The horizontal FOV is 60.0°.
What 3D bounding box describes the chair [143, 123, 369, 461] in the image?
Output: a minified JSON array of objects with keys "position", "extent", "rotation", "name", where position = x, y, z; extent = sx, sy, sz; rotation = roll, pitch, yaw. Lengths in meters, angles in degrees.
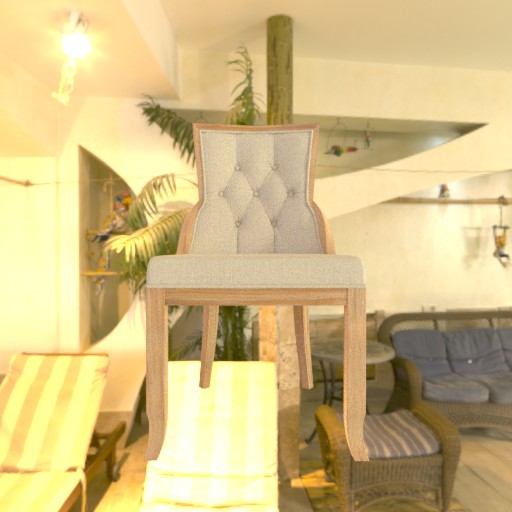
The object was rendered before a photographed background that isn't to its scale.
[{"position":[0.000,0.000,1.339],"extent":[0.524,0.947,0.641],"rotation":[0,1,0],"name":"chair"}]
